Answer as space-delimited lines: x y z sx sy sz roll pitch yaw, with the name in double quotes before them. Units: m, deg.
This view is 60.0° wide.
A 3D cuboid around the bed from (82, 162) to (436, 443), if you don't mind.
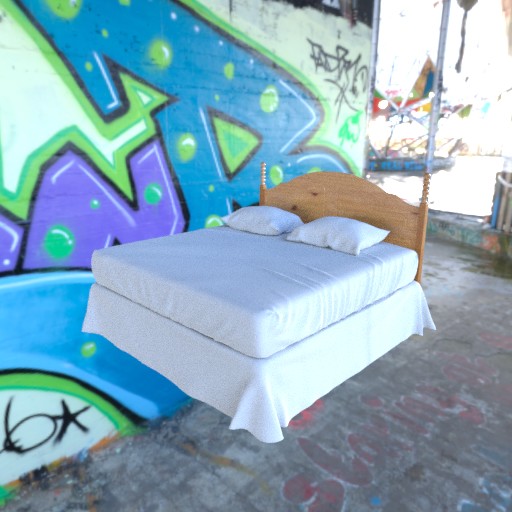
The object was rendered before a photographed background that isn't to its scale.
"bed" 0.000 0.000 3.710 2.322 1.355 2.219 15 21 42
